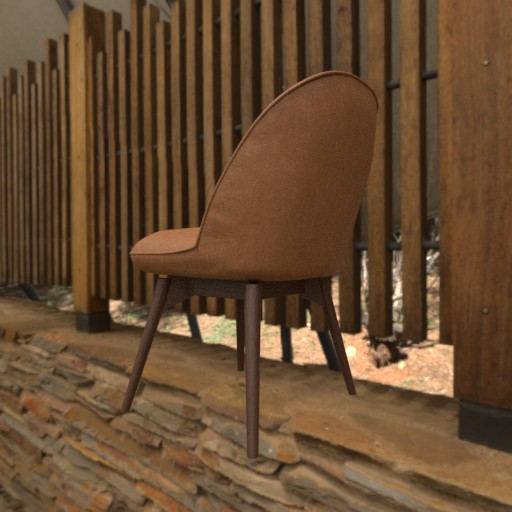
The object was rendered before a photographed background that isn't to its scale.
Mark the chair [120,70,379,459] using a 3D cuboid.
[{"bbox_3d":[0.000,0.000,1.229,0.631,0.831,0.521,1,1,37],"label":"chair"}]
